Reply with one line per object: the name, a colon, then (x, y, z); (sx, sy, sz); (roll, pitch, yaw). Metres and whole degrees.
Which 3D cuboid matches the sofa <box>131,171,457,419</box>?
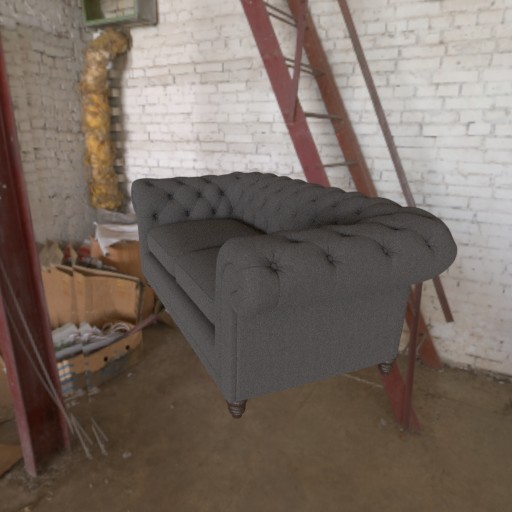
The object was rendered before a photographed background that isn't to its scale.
sofa: (0.000, 0.000, 2.442); (0.986, 0.764, 1.998); (-8, 18, -24)
